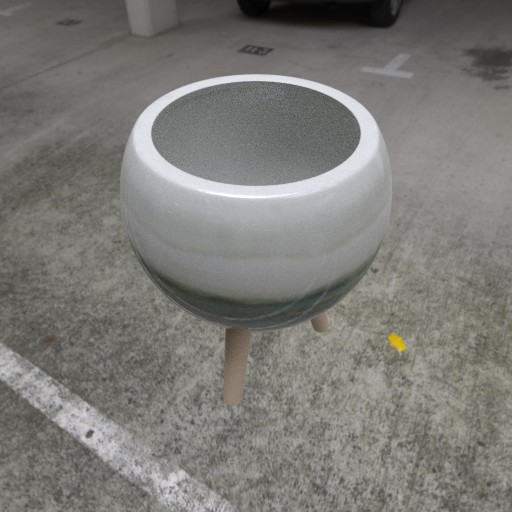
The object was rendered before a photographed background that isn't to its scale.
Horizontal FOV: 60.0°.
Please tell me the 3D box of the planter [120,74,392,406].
[{"bbox_3d":[0.000,0.000,0.427,0.222,0.278,0.222,0,45,0],"label":"planter"}]
